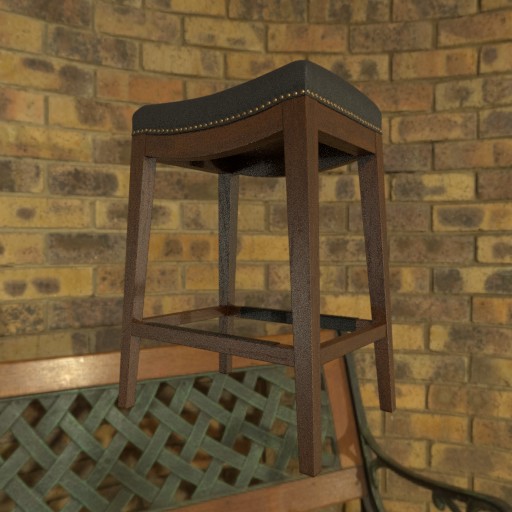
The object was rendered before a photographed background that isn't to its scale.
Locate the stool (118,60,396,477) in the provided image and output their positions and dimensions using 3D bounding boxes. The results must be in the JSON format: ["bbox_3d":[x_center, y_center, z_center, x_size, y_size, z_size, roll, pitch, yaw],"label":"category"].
[{"bbox_3d":[0.000,0.000,0.954,0.490,0.664,0.353,1,2,37],"label":"stool"}]
